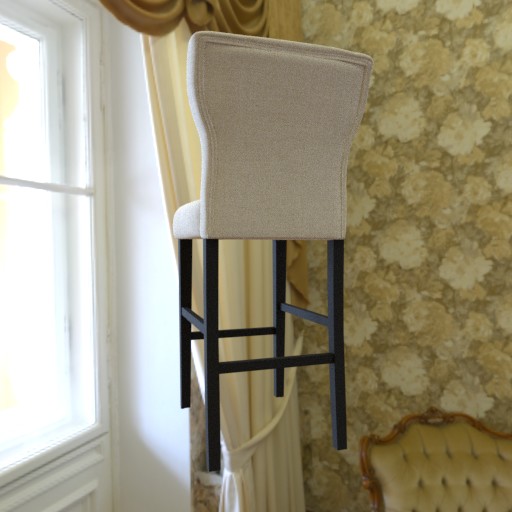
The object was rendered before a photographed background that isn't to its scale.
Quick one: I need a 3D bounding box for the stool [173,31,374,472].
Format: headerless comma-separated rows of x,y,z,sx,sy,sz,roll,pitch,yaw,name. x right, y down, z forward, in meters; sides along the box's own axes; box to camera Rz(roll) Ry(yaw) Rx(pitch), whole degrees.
0.000,0.000,1.423,0.516,1.124,0.603,0,1,-19,stool
